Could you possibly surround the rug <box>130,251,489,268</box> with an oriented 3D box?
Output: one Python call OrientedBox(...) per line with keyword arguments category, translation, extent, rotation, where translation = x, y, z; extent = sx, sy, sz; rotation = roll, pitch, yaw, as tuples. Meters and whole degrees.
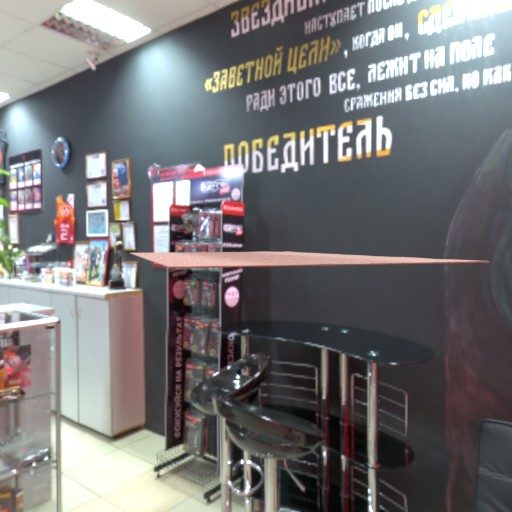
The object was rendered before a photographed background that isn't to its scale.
OrientedBox(category="rug", translation=(0.000, 0.000, 3.016), extent=(1.522, 0.012, 2.440), rotation=(-1, 2, -19))
